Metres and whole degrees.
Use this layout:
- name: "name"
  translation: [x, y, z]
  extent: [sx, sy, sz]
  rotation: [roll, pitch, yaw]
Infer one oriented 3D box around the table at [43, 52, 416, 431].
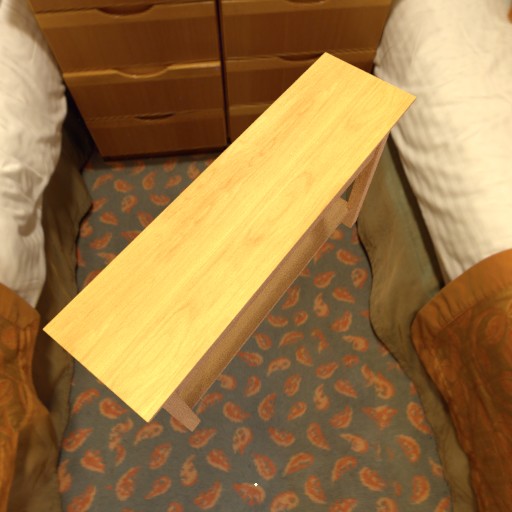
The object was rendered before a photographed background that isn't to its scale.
- name: "table"
  translation: [0.000, 0.000, 1.569]
  extent: [0.350, 0.730, 1.240]
  rotation: [34, 68, 16]
